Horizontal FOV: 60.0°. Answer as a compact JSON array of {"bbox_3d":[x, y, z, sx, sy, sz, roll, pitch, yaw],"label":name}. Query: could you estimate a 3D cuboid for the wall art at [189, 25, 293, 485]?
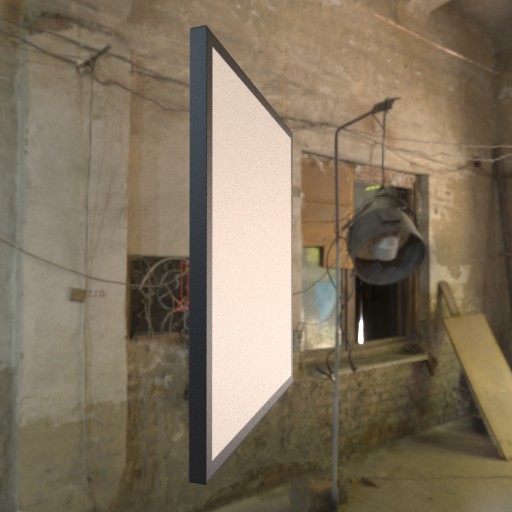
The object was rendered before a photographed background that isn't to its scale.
[{"bbox_3d":[0.000,0.000,0.698,0.021,0.509,0.430,0,-1,17],"label":"wall art"}]
